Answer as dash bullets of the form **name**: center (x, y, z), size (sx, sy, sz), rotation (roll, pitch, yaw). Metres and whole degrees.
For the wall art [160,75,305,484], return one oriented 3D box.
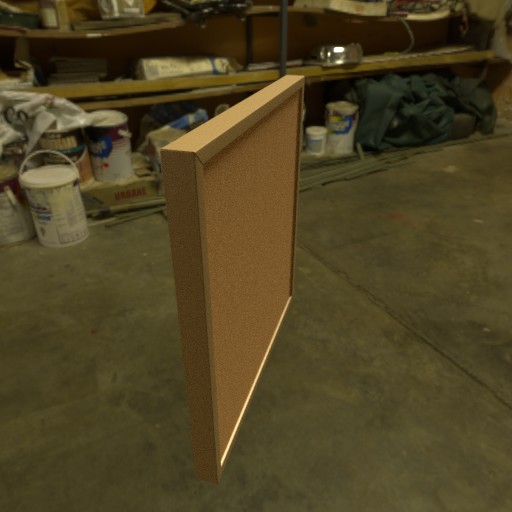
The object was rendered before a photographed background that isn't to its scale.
- **wall art**: center (0.000, 0.000, 0.755), size (0.036, 0.509, 0.509), rotation (9, 31, 15)
